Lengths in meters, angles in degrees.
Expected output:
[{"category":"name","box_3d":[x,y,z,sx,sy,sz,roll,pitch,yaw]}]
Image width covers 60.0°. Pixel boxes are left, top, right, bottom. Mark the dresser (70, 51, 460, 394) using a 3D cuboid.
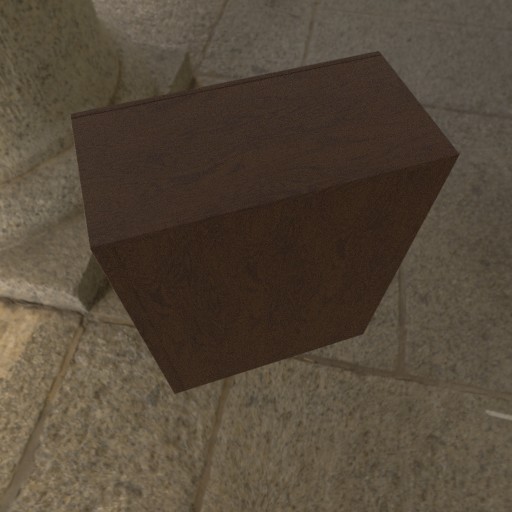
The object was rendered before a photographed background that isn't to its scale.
[{"category":"dresser","box_3d":[0.000,0.000,1.779,0.964,1.320,0.516,-15,59,-9]}]
